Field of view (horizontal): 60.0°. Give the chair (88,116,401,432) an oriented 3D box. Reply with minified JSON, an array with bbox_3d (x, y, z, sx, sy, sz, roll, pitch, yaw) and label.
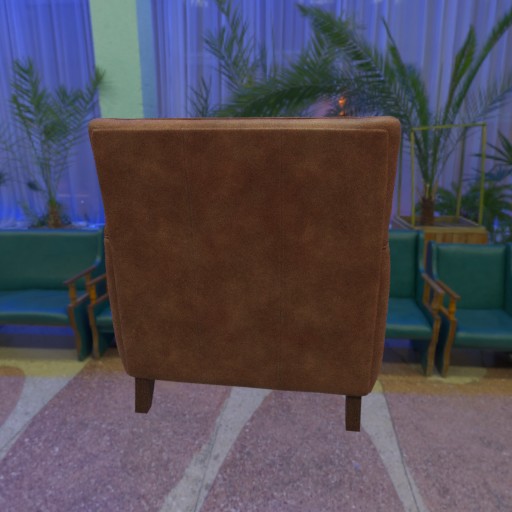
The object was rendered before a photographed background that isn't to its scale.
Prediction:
[{"bbox_3d":[0.000,0.000,1.616,0.870,0.943,0.823,2,16,8],"label":"chair"}]
